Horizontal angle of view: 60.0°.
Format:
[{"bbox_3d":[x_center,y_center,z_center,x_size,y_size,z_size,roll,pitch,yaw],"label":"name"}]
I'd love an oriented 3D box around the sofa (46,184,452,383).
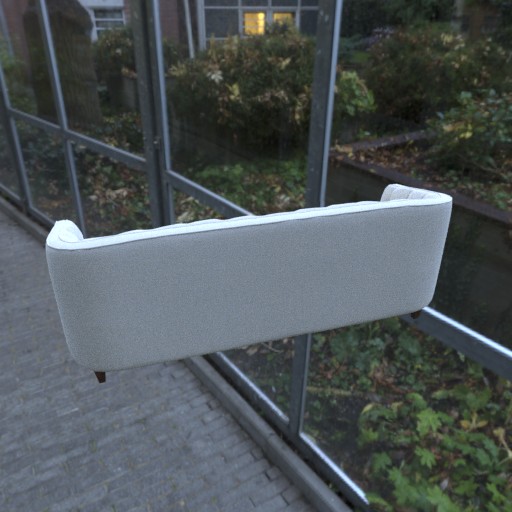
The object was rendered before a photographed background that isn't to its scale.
[{"bbox_3d":[0.000,0.000,2.730,2.278,0.855,0.941,-8,29,-15],"label":"sofa"}]
